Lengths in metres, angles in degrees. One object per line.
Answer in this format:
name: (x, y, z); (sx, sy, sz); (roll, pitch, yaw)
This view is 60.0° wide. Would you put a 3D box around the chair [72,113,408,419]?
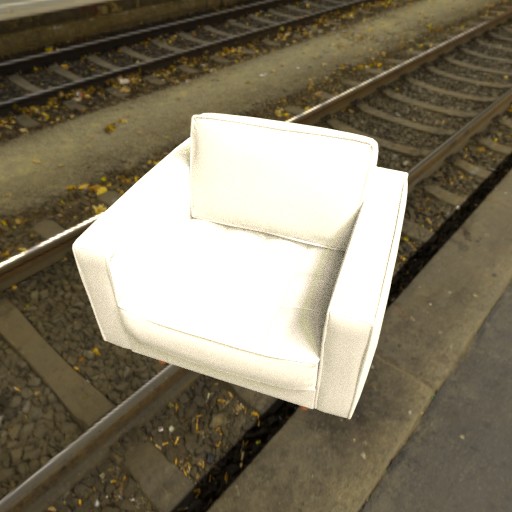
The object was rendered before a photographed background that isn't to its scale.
chair: (0.000, 0.000, 1.550); (0.928, 0.773, 0.843); (13, 42, 15)
